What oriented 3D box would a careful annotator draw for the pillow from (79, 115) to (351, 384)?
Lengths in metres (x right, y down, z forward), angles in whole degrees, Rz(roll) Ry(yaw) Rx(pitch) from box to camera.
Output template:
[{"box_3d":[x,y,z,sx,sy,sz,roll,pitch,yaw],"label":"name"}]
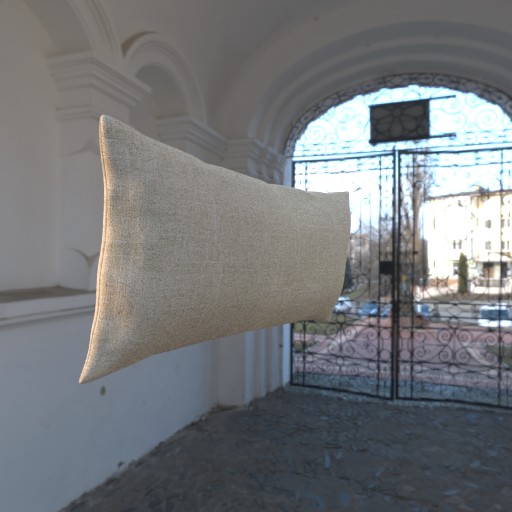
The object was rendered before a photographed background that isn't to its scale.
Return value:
[{"box_3d":[0.000,0.000,0.712,0.155,0.282,0.612,0,-1,35],"label":"pillow"}]
